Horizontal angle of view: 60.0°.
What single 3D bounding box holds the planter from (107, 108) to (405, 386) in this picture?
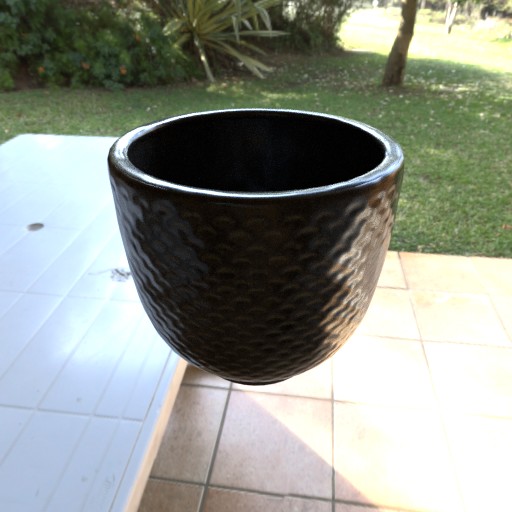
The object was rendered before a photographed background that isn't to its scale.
[{"bbox_3d":[0.000,0.000,0.304,0.172,0.160,0.172,0,31,0],"label":"planter"}]
